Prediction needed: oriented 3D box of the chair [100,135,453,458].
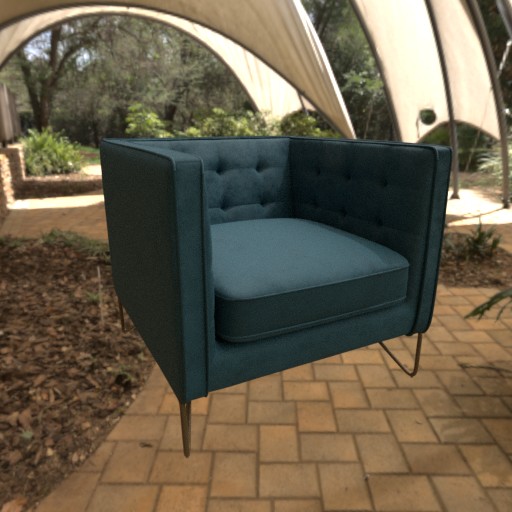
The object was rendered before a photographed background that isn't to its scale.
[{"bbox_3d":[0.000,0.000,1.569,0.880,0.790,0.894,-9,19,-27],"label":"chair"}]
